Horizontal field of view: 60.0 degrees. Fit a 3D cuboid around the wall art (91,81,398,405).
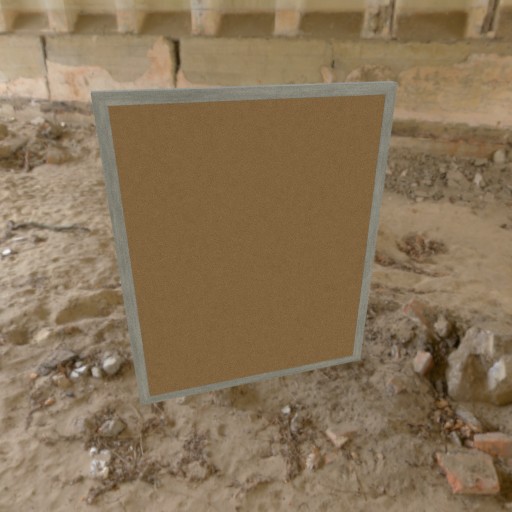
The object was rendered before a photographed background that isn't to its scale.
[{"bbox_3d":[0.000,0.000,0.809,0.479,0.582,0.022,-8,28,-14],"label":"wall art"}]
